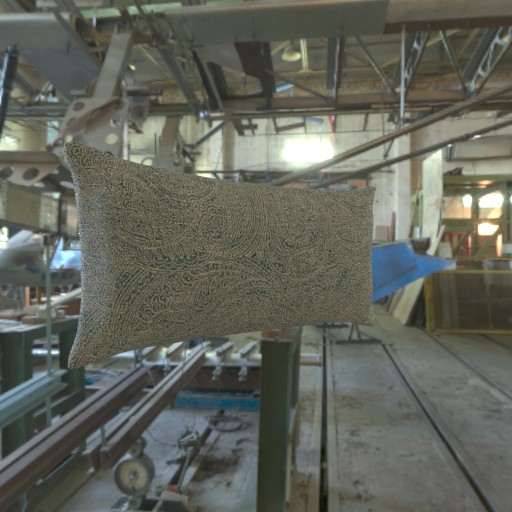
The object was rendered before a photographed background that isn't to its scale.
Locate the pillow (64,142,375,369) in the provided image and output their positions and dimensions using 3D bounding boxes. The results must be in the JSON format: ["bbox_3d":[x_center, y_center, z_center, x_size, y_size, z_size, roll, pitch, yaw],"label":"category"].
[{"bbox_3d":[0.000,0.000,0.753,0.615,0.295,0.151,0,0,-37],"label":"pillow"}]
